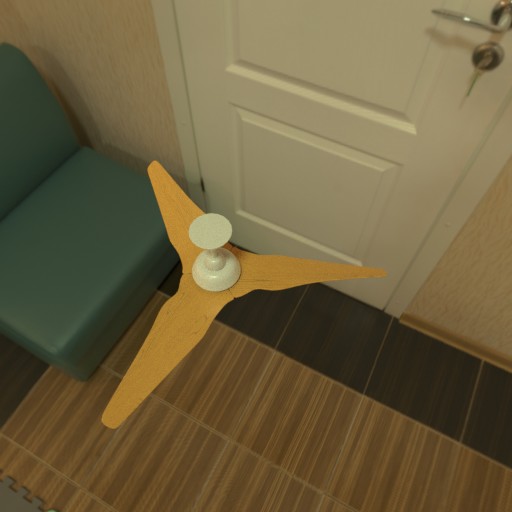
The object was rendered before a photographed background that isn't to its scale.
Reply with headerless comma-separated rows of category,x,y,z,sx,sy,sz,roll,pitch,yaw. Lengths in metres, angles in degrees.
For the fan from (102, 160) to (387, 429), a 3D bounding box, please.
fan,0.000,0.000,1.632,1.010,0.355,1.142,-1,59,-1
